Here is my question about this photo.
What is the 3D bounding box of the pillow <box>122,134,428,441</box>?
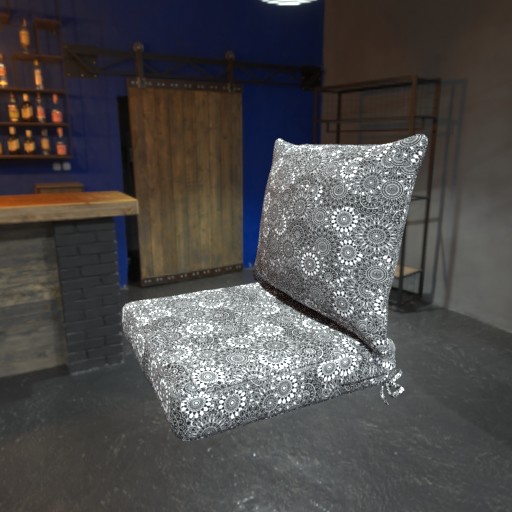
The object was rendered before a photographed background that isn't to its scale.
[{"bbox_3d":[0.000,0.000,1.373,0.740,0.722,0.798,-7,16,-26],"label":"pillow"}]
